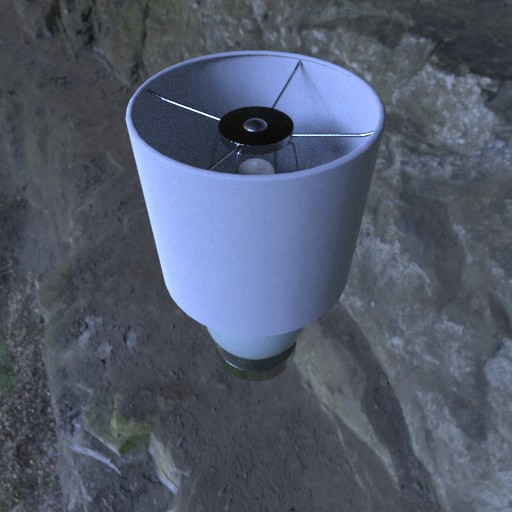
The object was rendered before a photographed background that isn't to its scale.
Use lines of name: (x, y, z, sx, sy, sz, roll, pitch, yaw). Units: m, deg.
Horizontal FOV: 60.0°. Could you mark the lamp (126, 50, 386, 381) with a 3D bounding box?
lamp: (0.000, 0.000, 0.476, 0.201, 0.353, 0.201, -4, 47, -4)
